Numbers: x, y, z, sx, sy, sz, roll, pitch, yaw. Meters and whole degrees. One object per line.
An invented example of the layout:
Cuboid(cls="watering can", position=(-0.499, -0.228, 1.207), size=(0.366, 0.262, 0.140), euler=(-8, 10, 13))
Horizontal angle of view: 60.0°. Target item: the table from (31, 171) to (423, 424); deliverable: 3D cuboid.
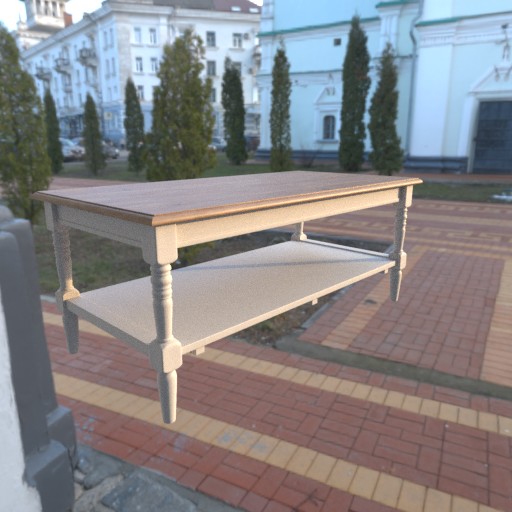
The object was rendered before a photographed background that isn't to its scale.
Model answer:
Cuboid(cls="table", position=(0.000, 0.000, 1.416), size=(0.559, 0.458, 1.118), euler=(14, 20, 42))
